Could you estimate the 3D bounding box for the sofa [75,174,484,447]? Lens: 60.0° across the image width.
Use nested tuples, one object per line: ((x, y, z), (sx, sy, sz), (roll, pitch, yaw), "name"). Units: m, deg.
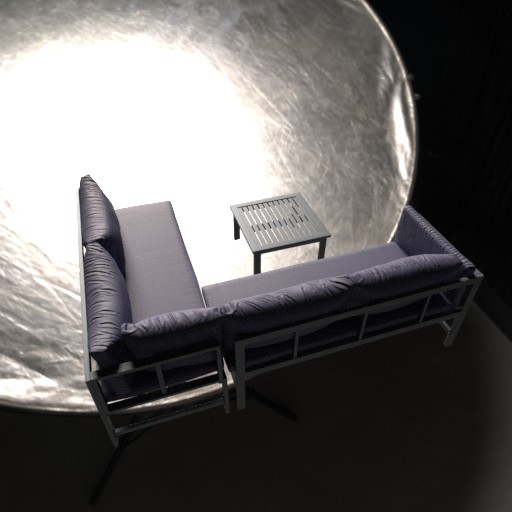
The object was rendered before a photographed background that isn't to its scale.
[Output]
((0.000, 0.000, 2.970), (2.149, 0.762, 1.658), (-12, 43, -14), "sofa")
